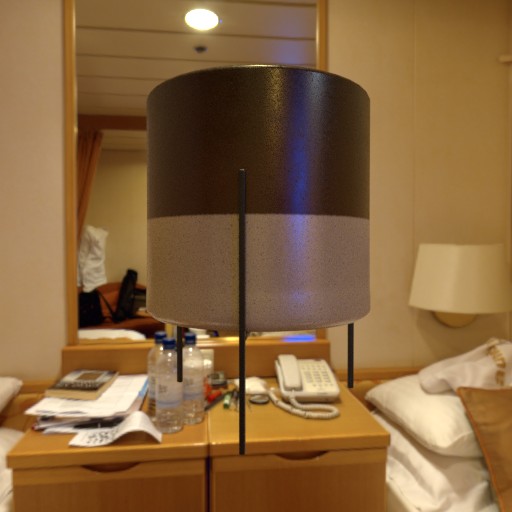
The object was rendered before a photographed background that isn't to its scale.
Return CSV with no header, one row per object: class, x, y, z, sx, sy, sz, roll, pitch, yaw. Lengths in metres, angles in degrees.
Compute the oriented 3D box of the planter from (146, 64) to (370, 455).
planter,0.000,0.000,0.704,0.354,0.465,0.345,1,1,36
